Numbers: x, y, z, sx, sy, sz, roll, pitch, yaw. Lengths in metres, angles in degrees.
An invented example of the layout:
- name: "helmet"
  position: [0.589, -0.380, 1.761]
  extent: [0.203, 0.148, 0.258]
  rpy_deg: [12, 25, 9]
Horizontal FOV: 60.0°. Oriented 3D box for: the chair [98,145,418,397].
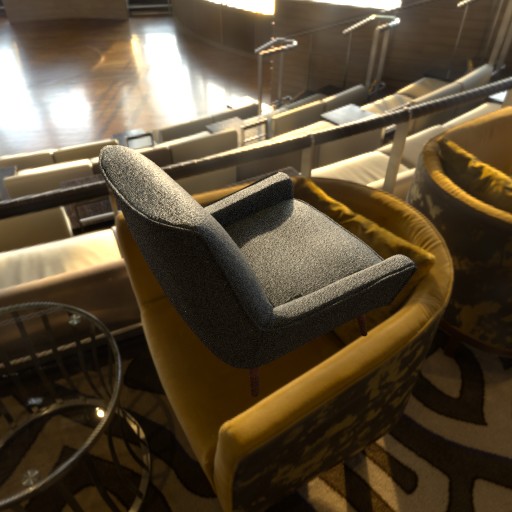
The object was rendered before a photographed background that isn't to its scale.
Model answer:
- name: "chair"
  position: [0.000, 0.000, 1.570]
  extent: [0.859, 0.883, 0.763]
  rpy_deg: [-25, 47, -26]
